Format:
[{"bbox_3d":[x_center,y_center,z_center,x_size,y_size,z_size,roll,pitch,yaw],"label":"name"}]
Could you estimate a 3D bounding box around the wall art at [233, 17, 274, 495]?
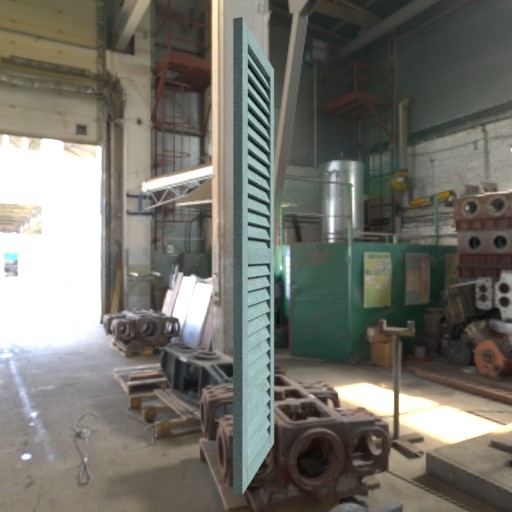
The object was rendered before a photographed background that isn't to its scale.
[{"bbox_3d":[0.000,0.000,1.289,0.025,1.219,0.329,0,0,17],"label":"wall art"}]
